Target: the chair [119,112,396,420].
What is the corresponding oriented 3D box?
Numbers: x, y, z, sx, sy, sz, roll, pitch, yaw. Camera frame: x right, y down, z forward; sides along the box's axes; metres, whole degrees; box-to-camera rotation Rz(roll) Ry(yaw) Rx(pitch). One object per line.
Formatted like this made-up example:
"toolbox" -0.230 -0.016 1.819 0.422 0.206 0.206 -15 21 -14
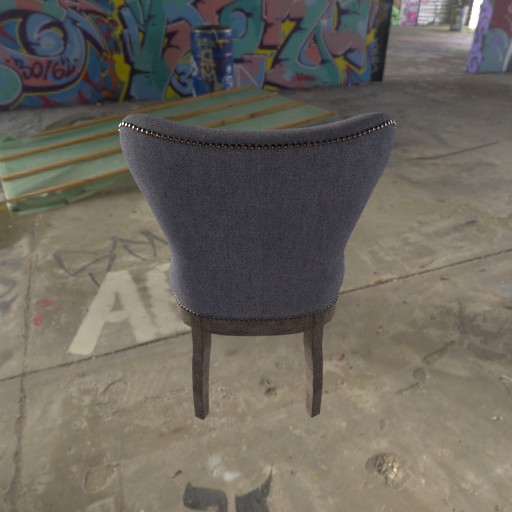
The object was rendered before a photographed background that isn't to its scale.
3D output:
"chair" 0.000 0.000 1.445 0.654 1.002 0.681 -1 31 -1
